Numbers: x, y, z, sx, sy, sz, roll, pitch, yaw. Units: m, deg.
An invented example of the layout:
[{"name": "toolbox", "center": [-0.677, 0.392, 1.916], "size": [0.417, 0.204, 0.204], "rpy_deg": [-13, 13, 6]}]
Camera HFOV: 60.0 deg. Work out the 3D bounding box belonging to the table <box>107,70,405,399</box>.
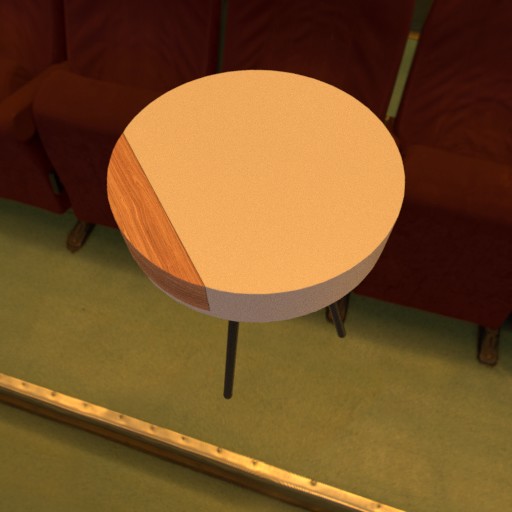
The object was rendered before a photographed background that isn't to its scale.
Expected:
[{"name": "table", "center": [0.000, 0.000, 0.877], "size": [0.450, 0.525, 0.450], "rpy_deg": [0, 58, 0]}]
